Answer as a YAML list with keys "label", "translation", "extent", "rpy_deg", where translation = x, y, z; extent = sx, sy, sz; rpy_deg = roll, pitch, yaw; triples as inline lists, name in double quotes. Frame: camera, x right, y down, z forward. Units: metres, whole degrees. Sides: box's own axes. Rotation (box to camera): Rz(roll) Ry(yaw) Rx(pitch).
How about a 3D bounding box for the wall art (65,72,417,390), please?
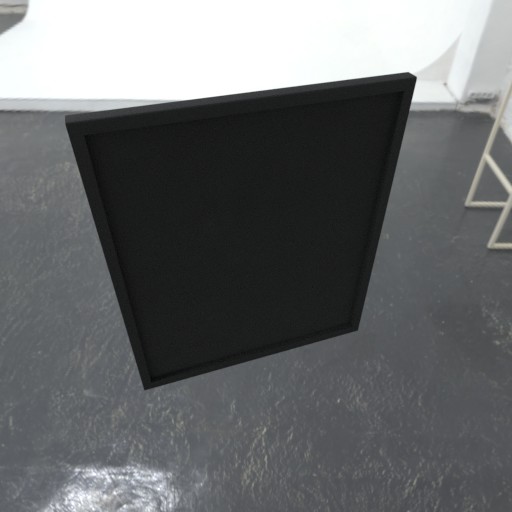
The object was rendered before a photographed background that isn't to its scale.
- label: "wall art"
  translation: [0.000, 0.000, 0.693]
  extent: [0.432, 0.508, 0.021]
  rpy_deg: [-12, 43, -14]
